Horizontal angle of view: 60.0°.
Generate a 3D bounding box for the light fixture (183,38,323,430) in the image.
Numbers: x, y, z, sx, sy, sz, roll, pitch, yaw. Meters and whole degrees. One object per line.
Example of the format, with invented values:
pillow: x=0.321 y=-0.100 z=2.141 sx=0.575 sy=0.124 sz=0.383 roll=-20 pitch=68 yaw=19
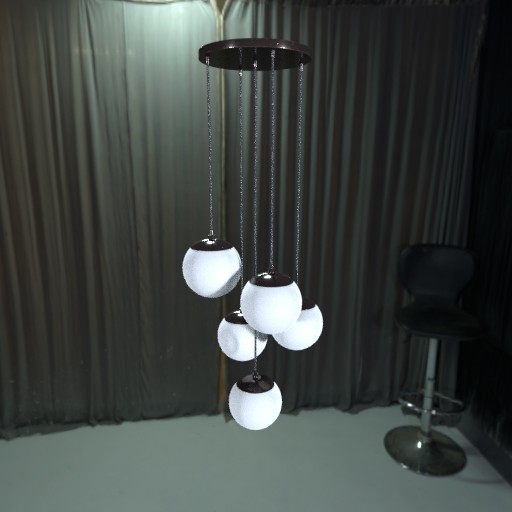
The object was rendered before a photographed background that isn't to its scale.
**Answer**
light fixture: x=0.000 y=0.000 z=1.491 sx=0.489 sy=1.271 sz=0.484 roll=-2 pitch=13 yaw=-9
